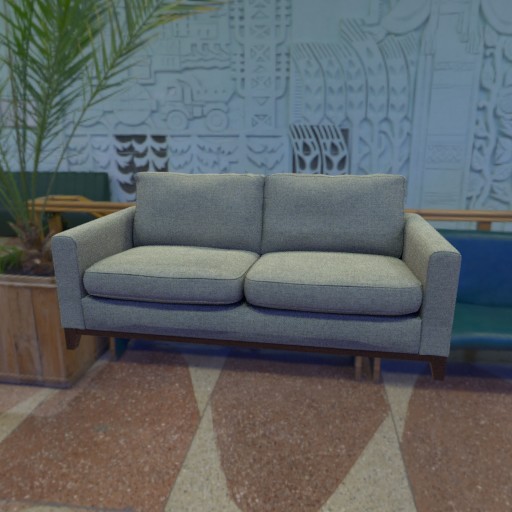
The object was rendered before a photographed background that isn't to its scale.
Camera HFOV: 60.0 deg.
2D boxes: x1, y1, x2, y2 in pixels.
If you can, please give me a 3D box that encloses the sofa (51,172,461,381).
[{"bbox_3d":[0.000,0.000,2.537,1.978,0.892,0.969,3,16,9],"label":"sofa"}]
